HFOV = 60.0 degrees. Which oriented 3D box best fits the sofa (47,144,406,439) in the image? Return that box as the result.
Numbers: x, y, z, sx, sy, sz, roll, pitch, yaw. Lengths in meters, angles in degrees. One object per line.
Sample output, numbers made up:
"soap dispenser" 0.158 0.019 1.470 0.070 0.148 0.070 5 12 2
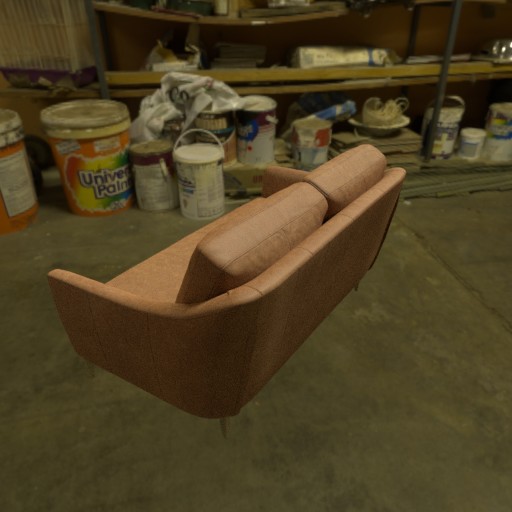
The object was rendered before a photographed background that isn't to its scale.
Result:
"sofa" 0.000 0.000 2.180 0.960 0.902 1.619 20 36 30
